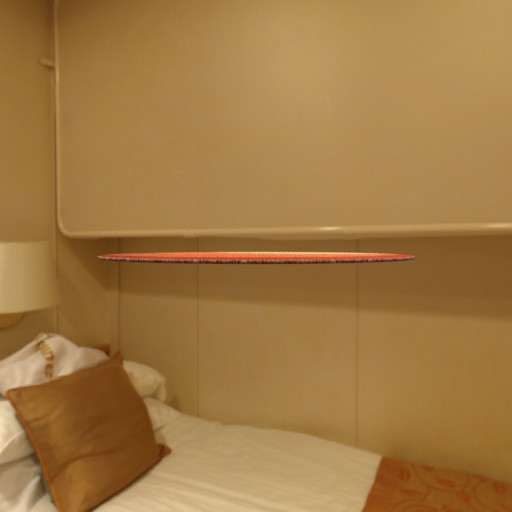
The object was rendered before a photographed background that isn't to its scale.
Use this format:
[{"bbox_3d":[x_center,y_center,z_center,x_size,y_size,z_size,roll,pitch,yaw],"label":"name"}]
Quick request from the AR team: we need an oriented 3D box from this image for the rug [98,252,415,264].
[{"bbox_3d":[0.000,0.000,2.248,1.514,0.015,1.514,0,2,0],"label":"rug"}]
